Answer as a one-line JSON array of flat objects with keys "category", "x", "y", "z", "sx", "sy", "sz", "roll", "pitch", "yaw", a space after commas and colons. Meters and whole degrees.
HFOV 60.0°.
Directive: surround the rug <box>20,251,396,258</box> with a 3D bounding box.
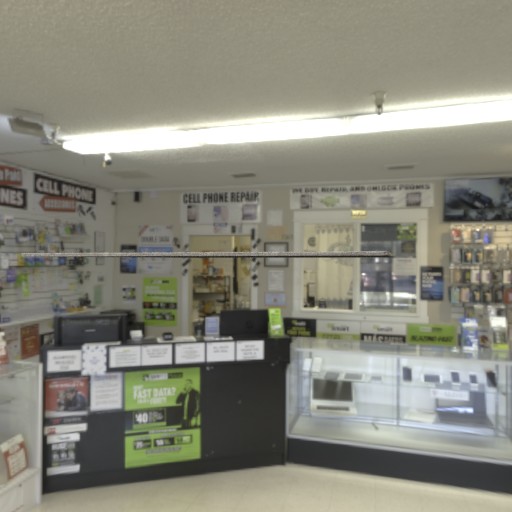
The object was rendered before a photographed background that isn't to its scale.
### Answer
[{"category": "rug", "x": 0.000, "y": 0.000, "z": 4.116, "sx": 2.449, "sy": 0.025, "sz": 3.049, "roll": 0, "pitch": 0, "yaw": 18}]
